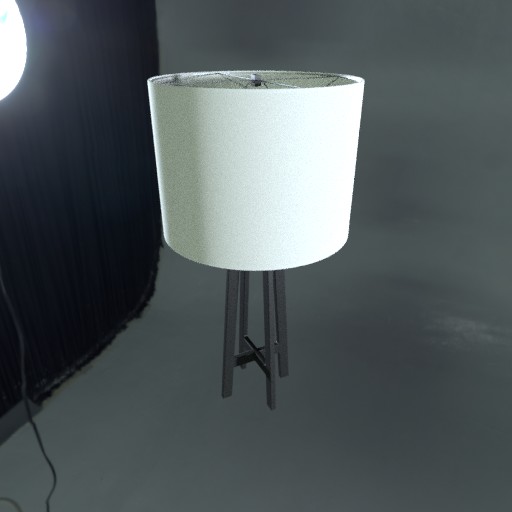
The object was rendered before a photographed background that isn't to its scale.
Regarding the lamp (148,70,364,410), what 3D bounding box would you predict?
[{"bbox_3d":[0.000,0.000,0.645,0.257,0.489,0.257,8,27,16],"label":"lamp"}]
